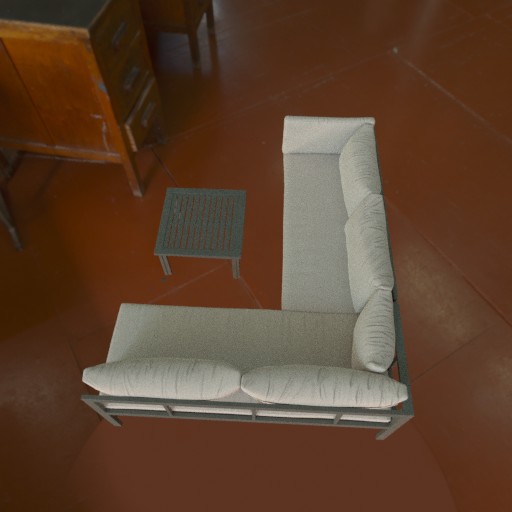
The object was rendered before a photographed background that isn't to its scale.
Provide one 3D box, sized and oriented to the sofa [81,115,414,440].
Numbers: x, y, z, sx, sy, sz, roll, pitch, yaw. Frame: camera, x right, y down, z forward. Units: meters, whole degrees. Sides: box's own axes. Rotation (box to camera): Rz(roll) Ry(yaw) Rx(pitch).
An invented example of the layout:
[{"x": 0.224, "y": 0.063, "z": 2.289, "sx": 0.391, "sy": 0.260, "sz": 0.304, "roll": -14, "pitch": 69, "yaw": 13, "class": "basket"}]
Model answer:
[{"x": 0.000, "y": 0.000, "z": 2.966, "sx": 1.658, "sy": 0.758, "sz": 2.096, "roll": 2, "pitch": 58, "yaw": 2, "class": "sofa"}]
